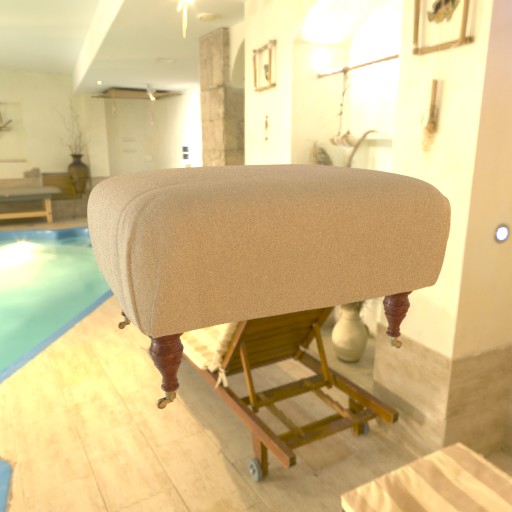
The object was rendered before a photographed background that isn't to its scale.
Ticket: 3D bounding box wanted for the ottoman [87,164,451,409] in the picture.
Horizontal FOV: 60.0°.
[{"bbox_3d":[0.000,0.000,1.118,0.746,0.450,0.622,-7,15,-25],"label":"ottoman"}]
